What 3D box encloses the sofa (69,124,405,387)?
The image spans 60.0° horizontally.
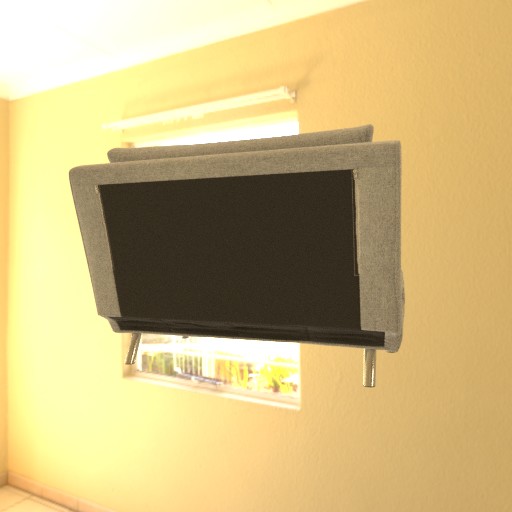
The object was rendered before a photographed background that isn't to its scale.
[{"bbox_3d":[0.000,0.000,1.923,1.220,0.910,0.910,0,0,19],"label":"sofa"}]
